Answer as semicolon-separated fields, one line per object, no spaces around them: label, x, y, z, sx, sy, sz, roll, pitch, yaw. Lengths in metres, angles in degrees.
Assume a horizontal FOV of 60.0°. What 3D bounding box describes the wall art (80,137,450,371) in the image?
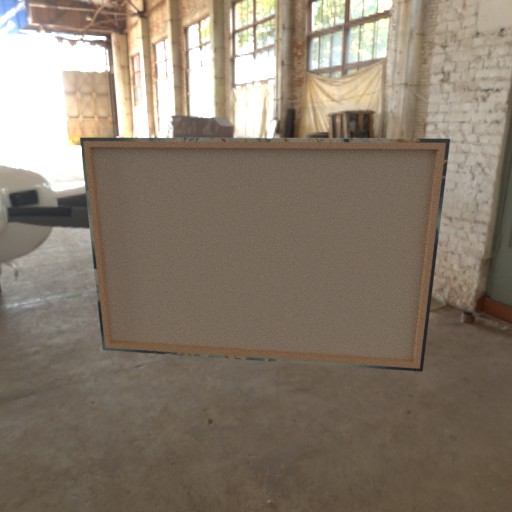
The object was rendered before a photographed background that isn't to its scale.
wall art;0.000;0.000;1.476;1.138;0.759;0.035;2;16;7
